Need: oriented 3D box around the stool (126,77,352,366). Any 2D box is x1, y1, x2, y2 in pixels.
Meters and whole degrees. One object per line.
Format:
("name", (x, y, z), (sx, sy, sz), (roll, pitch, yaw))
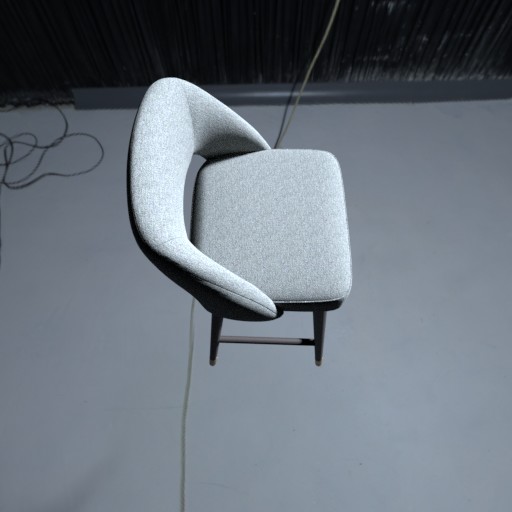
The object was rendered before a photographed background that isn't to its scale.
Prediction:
("stool", (0.000, 0.000, 1.377), (0.524, 1.089, 0.536), (0, 65, 0))
